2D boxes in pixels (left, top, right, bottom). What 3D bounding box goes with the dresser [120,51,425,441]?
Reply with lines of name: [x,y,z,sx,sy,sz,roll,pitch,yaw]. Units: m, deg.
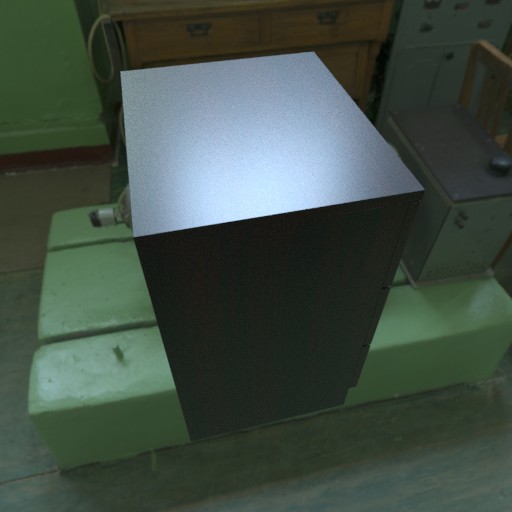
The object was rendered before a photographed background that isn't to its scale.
dresser: [0.000,0.000,0.826,0.360,0.560,0.400,-10,48,-9]
